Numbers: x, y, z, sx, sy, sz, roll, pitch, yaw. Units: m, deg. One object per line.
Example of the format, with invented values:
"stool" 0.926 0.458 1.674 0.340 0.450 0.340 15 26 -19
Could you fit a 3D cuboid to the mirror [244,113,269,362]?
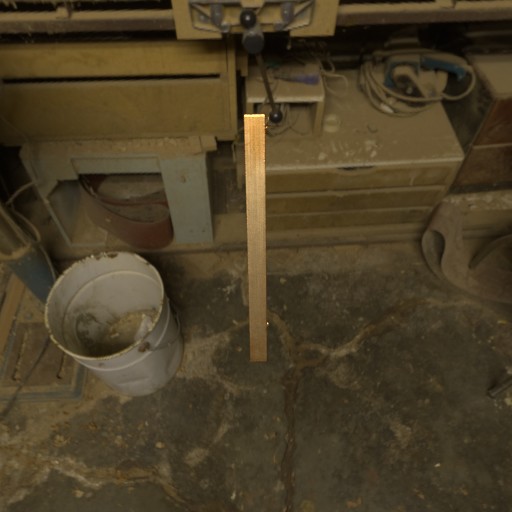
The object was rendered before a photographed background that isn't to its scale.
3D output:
"mirror" 0.000 0.000 0.856 0.032 0.679 0.419 -1 57 -1
